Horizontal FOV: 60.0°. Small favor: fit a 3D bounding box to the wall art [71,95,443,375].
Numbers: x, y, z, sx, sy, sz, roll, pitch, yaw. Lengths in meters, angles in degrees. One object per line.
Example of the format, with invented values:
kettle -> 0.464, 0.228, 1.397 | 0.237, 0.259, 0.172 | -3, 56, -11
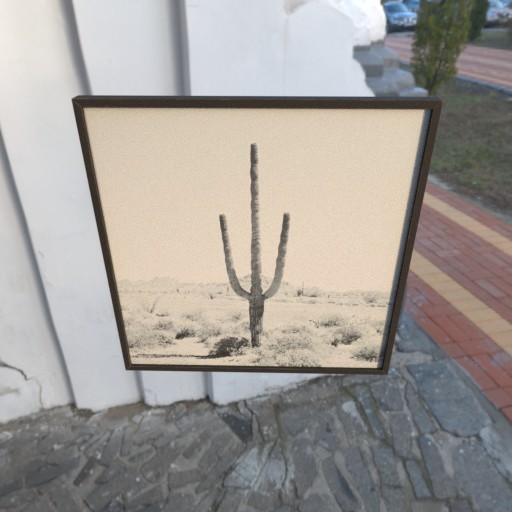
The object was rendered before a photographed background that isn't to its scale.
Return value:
wall art -> 0.000, 0.000, 1.115 | 0.762, 0.762, 0.038 | 1, 30, 1
